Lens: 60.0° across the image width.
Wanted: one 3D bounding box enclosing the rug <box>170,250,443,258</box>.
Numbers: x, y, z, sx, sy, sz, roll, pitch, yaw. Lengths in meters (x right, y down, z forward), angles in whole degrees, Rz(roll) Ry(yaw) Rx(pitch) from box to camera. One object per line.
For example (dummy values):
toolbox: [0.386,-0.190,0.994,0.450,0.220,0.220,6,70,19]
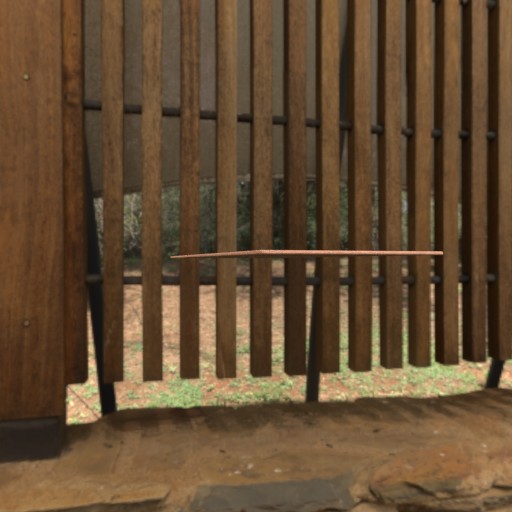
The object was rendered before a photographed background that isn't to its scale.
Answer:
rug: [0.000,0.000,2.751,0.760,0.015,2.435,0,-1,-18]
